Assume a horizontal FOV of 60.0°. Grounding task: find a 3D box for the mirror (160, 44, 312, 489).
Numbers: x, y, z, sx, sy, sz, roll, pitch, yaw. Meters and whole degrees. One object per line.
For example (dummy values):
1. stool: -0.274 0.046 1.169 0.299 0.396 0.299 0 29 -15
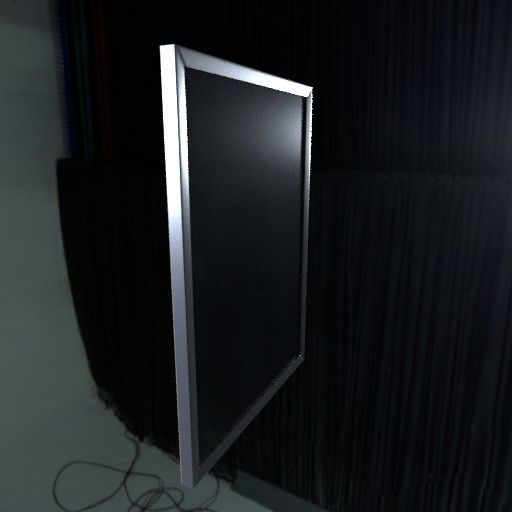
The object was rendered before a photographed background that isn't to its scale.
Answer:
1. mirror: 0.000 0.000 1.311 0.040 1.016 0.762 7 16 26
